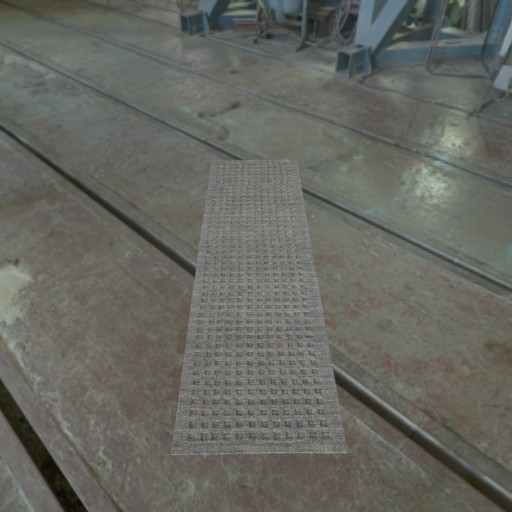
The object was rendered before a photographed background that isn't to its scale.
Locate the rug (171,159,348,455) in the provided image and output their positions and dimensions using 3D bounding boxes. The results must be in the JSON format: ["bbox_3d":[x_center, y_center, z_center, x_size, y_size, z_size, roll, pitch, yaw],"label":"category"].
[{"bbox_3d":[0.000,0.000,2.698,0.706,0.009,2.443,0,40,0],"label":"rug"}]
